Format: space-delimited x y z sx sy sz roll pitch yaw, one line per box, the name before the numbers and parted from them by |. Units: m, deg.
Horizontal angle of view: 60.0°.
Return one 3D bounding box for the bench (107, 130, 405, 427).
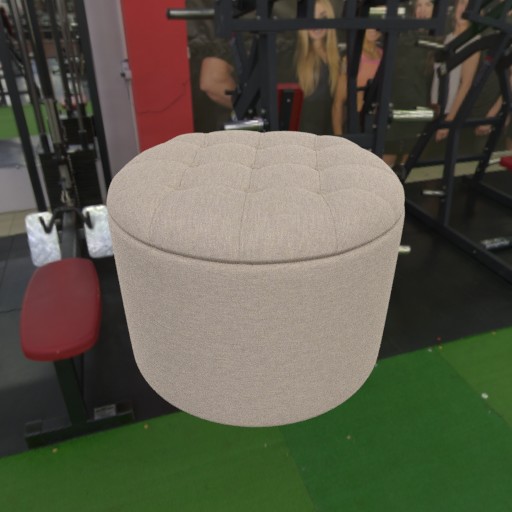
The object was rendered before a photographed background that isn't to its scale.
bench | 0.000 0.000 1.002 0.600 0.454 0.600 0 31 0
